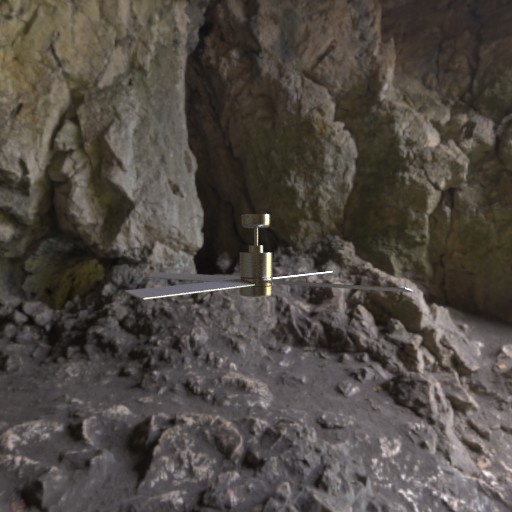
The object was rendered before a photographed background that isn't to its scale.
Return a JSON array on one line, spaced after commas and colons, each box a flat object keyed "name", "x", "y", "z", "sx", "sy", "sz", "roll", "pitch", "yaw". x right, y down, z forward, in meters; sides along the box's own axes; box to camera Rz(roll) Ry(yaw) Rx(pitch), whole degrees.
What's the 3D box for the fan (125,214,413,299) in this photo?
[{"name": "fan", "x": 0.000, "y": 0.000, "z": 1.919, "sx": 1.322, "sy": 0.355, "sz": 1.322, "roll": 1, "pitch": 2, "yaw": 36}]
